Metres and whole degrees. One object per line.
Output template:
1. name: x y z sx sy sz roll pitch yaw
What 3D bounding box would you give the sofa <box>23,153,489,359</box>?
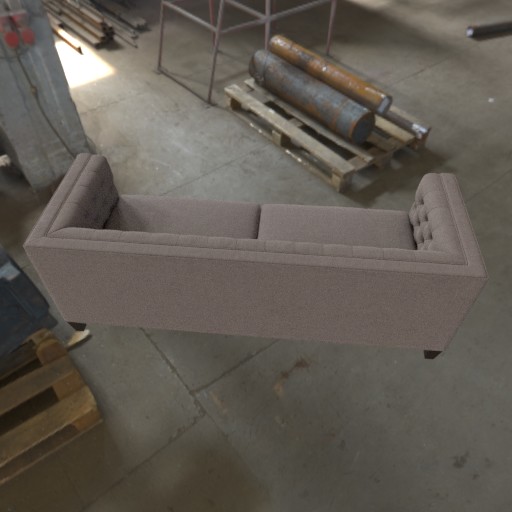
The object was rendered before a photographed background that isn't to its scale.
1. sofa: 0.000 0.000 2.561 2.159 0.762 0.775 4 48 3
